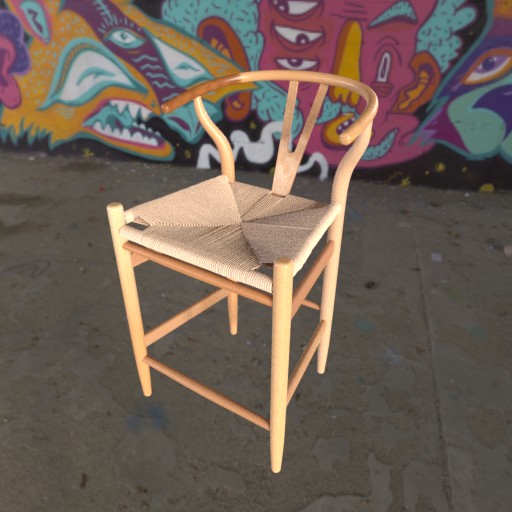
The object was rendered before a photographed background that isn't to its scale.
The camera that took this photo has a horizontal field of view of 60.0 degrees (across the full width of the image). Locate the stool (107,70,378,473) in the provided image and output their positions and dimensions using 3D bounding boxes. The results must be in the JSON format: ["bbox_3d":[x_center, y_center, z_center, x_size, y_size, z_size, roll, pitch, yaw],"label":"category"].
[{"bbox_3d":[0.000,0.000,1.271,0.536,0.923,0.575,18,35,28],"label":"stool"}]
